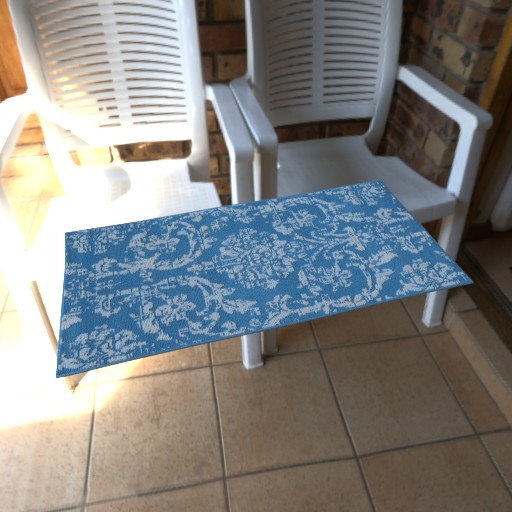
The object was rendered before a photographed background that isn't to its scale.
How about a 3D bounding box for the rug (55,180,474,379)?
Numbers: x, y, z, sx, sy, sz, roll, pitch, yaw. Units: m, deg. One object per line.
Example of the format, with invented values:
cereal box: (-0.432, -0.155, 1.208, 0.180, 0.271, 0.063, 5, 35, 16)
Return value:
rug: (0.000, 0.000, 1.449, 1.219, 0.007, 0.604, -11, 43, -12)
